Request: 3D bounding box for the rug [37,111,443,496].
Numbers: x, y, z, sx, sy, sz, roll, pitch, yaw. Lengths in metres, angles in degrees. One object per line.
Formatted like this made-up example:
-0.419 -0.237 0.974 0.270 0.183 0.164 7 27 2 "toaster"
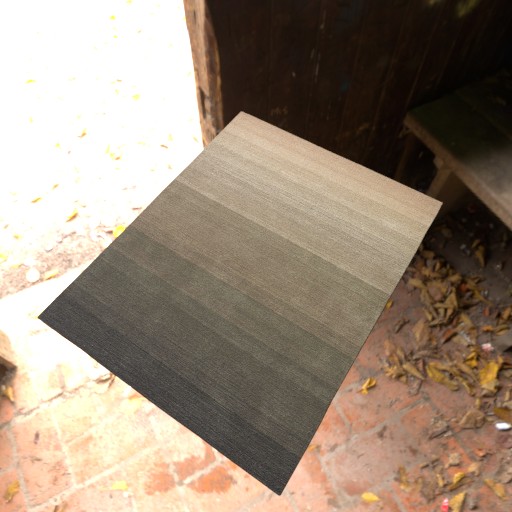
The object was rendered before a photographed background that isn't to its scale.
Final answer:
0.000 0.000 3.886 2.315 0.015 2.932 29 63 17 "rug"
